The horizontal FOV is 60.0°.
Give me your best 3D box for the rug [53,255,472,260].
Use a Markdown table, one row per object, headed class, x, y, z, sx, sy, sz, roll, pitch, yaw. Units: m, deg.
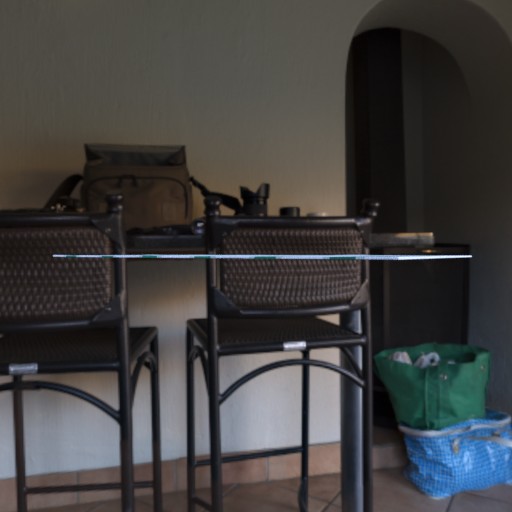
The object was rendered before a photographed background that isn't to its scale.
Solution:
| class | x | y | z | sx | sy | sz | roll | pitch | yaw |
| --- | --- | --- | --- | --- | --- | --- | --- | --- | --- |
| rug | 0.000 | 0.000 | 3.025 | 2.436 | 0.015 | 1.521 | 0 | 0 | 36 |
